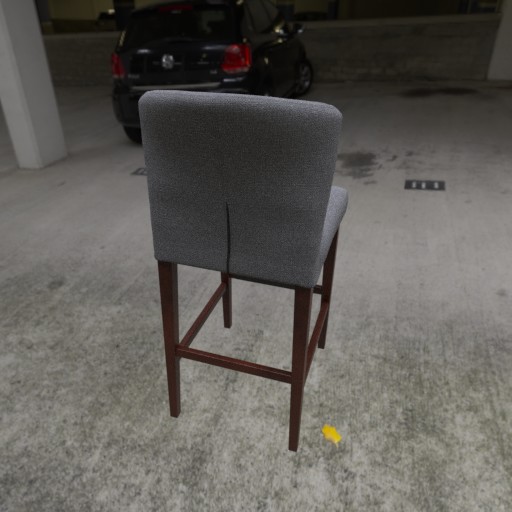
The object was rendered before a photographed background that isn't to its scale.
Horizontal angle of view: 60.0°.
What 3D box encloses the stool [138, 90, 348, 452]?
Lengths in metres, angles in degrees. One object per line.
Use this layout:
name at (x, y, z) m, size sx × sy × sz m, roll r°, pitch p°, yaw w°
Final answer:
stool at (0.000, 0.000, 1.382) m, size 0.486 × 1.069 × 0.568 m, roll 10°, pitch 33°, yaw 15°
